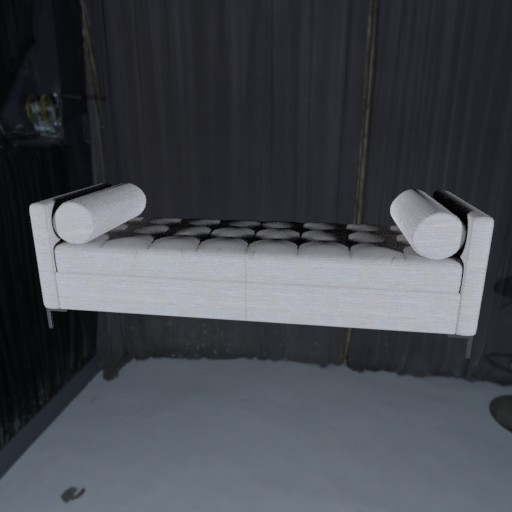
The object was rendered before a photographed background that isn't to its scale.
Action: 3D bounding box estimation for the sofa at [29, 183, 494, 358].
[{"bbox_3d":[0.000,0.000,2.265,1.981,0.635,0.686,3,18,8],"label":"sofa"}]
